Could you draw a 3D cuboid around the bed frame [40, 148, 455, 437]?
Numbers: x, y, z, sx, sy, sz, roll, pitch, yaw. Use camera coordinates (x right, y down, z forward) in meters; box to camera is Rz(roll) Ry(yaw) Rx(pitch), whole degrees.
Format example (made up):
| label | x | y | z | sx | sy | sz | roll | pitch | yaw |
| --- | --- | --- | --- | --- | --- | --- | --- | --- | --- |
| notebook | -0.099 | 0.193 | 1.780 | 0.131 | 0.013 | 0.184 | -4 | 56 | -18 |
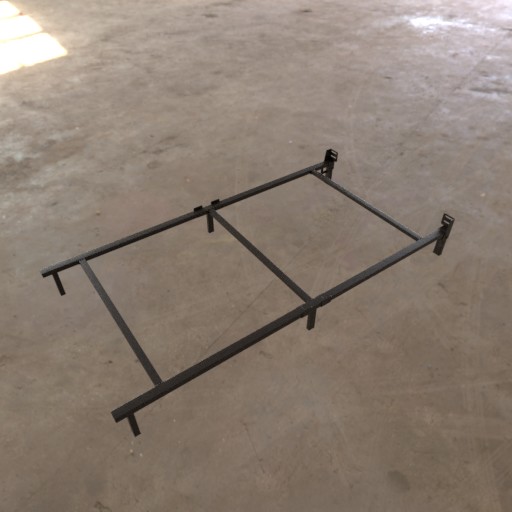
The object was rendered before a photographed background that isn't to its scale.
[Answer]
| label | x | y | z | sx | sy | sz | roll | pitch | yaw |
| --- | --- | --- | --- | --- | --- | --- | --- | --- | --- |
| bed frame | 0.000 | 0.000 | 2.301 | 1.897 | 0.248 | 0.968 | -25 | 47 | -26 |
